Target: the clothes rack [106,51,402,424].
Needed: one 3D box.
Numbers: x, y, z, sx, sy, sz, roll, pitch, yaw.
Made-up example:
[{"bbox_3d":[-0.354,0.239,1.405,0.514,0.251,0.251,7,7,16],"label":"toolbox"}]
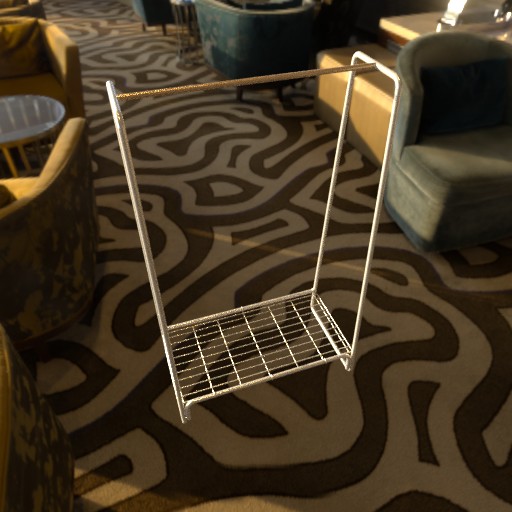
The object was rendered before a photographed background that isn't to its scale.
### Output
[{"bbox_3d":[0.000,0.000,1.894,0.900,1.500,0.495,-13,43,-14],"label":"clothes rack"}]
